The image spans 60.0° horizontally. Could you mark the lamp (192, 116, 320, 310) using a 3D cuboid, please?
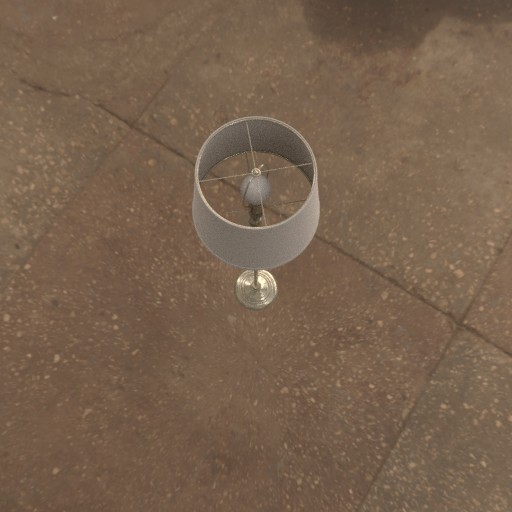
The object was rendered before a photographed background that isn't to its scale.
[{"bbox_3d":[0.000,0.000,1.649,0.327,1.506,0.327,34,79,8],"label":"lamp"}]
